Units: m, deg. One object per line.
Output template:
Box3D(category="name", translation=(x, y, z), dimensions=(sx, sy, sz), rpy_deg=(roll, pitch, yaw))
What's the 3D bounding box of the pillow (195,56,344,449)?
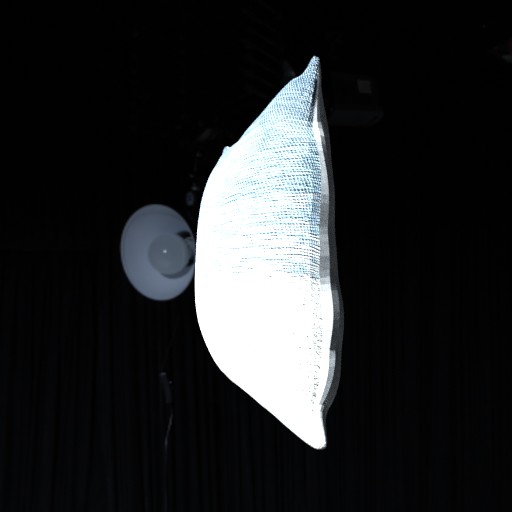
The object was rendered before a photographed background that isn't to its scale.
Box3D(category="pillow", translation=(0.000, 0.000, 0.683), dimensions=(0.182, 0.441, 0.440), rpy_deg=(0, -1, -17))
